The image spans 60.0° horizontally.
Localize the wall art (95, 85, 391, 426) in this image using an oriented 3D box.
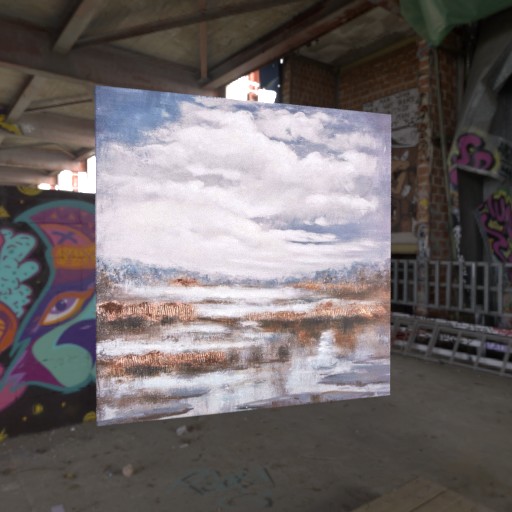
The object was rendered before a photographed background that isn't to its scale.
[{"bbox_3d":[0.000,0.000,1.305,0.888,0.897,0.035,0,1,-16],"label":"wall art"}]
